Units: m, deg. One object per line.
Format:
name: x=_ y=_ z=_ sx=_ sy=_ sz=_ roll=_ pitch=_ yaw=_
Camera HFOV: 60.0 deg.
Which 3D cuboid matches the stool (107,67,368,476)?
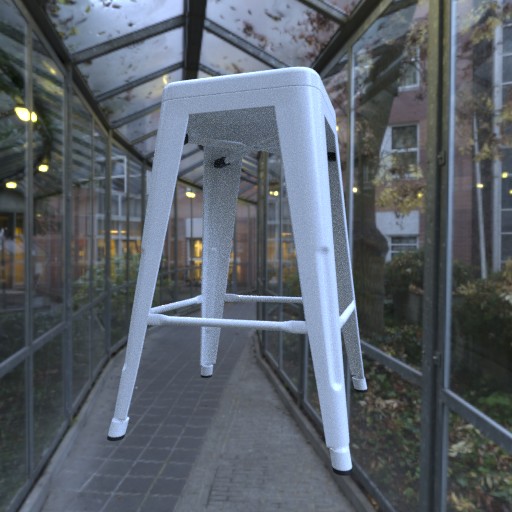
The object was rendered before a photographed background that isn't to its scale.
stool: x=0.000 y=0.000 z=0.868 sx=0.406 sy=0.610 sz=0.406 roll=0 pitch=1 yaw=17
